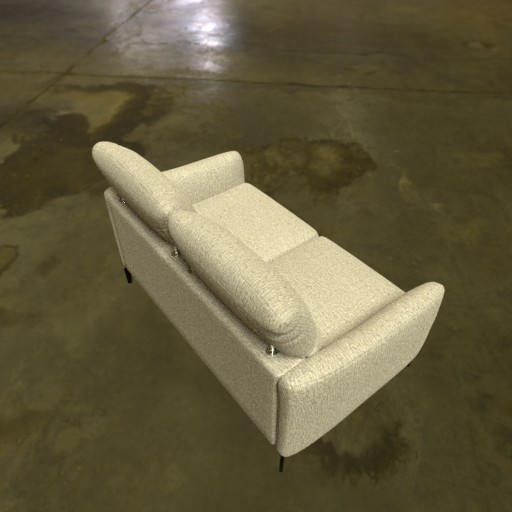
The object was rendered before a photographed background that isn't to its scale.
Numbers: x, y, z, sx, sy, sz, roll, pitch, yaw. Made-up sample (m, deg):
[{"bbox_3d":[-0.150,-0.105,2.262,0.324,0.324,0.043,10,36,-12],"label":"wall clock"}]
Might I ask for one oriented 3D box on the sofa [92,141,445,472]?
[{"bbox_3d":[0.000,0.000,2.126,0.905,0.950,1.540,-27,48,-27],"label":"sofa"}]
